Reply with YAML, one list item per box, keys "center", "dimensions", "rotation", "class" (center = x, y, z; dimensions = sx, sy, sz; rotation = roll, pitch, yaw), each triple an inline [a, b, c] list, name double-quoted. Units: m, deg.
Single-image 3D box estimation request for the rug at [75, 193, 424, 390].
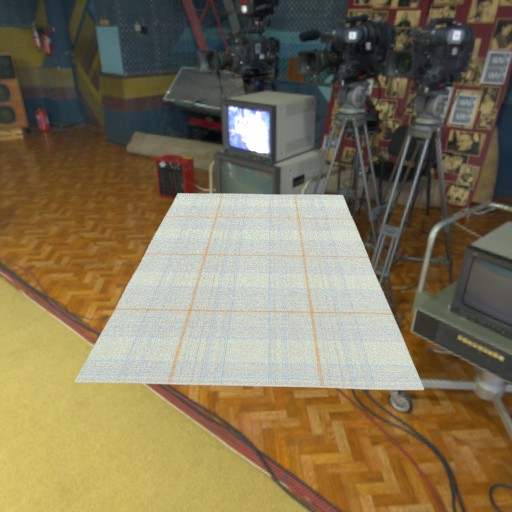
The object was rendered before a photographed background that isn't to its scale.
- center: [0.000, 0.000, 3.010]
  dimensions: [1.527, 0.016, 2.442]
  rotation: [1, 28, 1]
  class: "rug"
